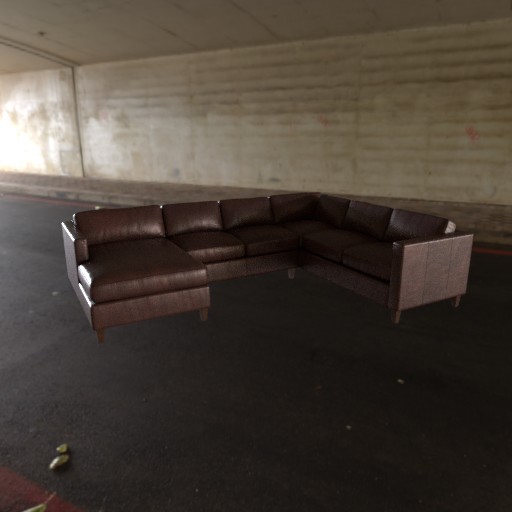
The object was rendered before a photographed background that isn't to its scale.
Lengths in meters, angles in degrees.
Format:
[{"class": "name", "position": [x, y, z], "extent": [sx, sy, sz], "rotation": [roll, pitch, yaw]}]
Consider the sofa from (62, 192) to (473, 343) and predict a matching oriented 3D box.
[{"class": "sofa", "position": [0.000, 0.000, 4.480], "extent": [3.324, 0.891, 2.452], "rotation": [-9, 18, -28]}]
